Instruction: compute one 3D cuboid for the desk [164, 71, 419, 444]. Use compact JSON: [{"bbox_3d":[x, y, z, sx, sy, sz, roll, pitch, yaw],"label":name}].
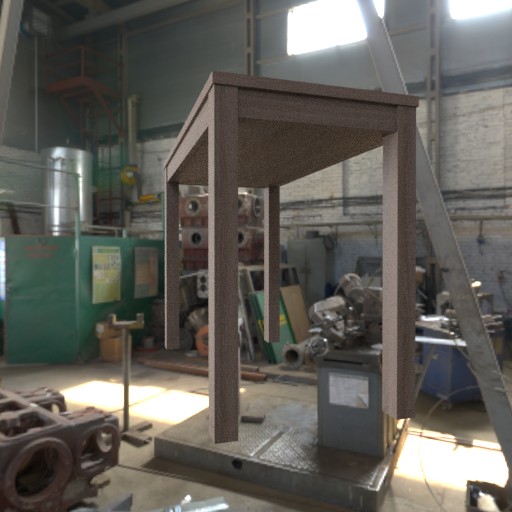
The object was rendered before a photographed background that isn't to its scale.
[{"bbox_3d":[0.000,0.000,1.448,0.495,0.762,0.991,0,1,-17],"label":"desk"}]
